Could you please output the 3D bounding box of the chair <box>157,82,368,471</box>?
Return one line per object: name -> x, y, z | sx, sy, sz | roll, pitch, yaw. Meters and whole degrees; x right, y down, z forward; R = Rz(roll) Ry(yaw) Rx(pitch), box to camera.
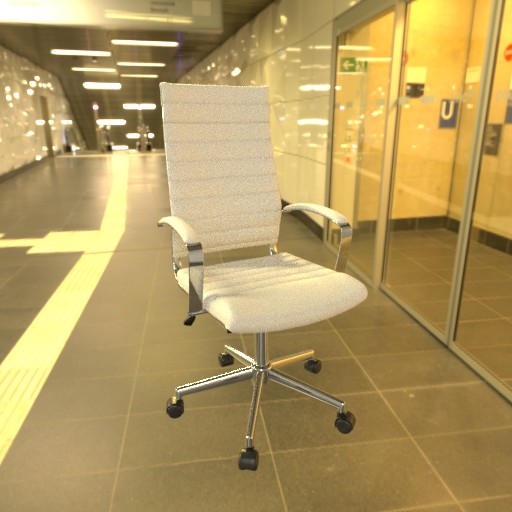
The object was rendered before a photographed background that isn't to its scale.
chair -> 0.000, 0.000, 1.536 | 0.679, 1.149, 0.679 | -9, 19, -27
